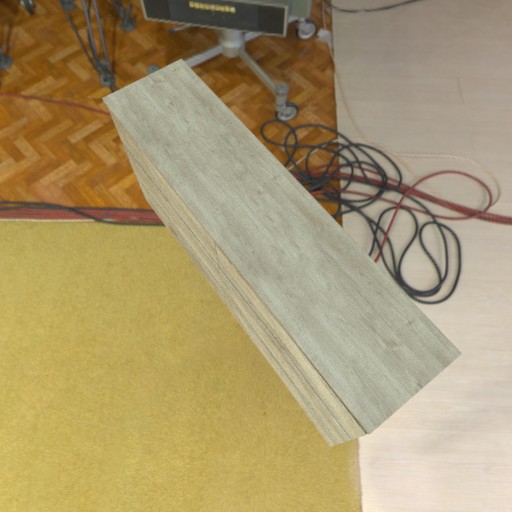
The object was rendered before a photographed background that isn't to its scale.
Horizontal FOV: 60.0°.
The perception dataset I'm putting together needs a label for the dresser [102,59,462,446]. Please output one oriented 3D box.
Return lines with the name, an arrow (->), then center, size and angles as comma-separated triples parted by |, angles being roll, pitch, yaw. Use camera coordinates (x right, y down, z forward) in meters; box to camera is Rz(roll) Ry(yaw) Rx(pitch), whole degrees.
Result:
dresser -> 0.000, 0.000, 1.933 | 0.390, 0.795, 1.590 | -34, 69, -15
